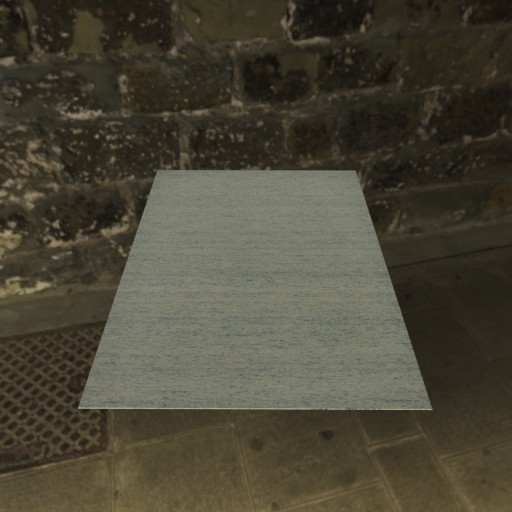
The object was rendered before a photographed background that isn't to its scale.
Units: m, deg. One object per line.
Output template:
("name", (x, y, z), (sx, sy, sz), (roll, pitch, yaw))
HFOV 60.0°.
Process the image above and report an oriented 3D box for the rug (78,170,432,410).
("rug", (0.000, 0.000, 4.255), (2.438, 0.006, 3.197), (0, 41, 0))
